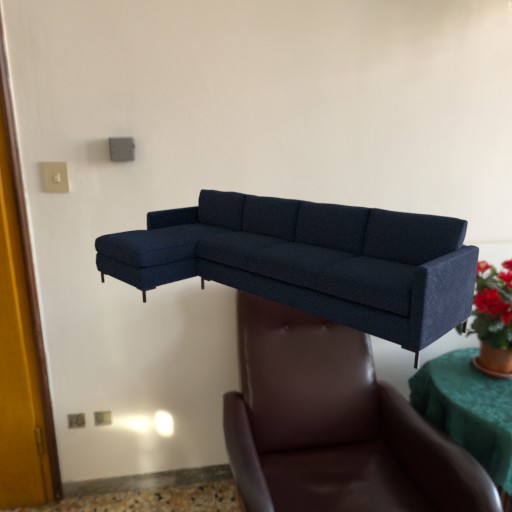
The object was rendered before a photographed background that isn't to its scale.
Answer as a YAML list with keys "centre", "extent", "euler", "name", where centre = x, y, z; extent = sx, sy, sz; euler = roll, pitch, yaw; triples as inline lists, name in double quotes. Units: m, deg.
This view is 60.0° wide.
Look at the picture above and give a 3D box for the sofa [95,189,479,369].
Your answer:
- centre: [0.000, 0.000, 2.938]
  extent: [1.128, 0.679, 2.450]
  euler: [-14, 20, -43]
  name: "sofa"
